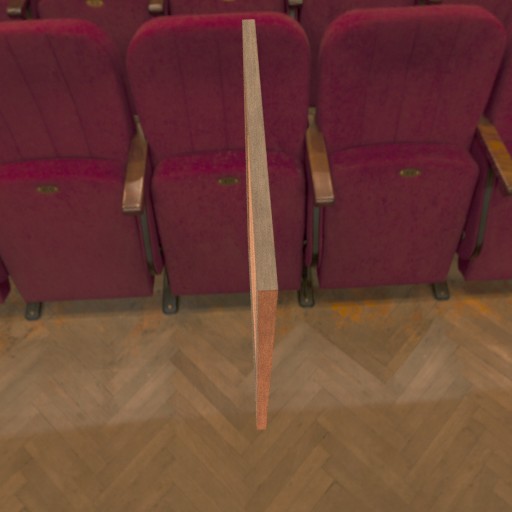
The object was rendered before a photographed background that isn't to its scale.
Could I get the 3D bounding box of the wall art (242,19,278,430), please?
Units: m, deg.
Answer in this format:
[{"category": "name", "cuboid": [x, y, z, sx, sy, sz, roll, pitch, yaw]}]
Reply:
[{"category": "wall art", "cuboid": [0.000, 0.000, 0.817, 0.020, 0.613, 0.481, -2, 57, -2]}]
